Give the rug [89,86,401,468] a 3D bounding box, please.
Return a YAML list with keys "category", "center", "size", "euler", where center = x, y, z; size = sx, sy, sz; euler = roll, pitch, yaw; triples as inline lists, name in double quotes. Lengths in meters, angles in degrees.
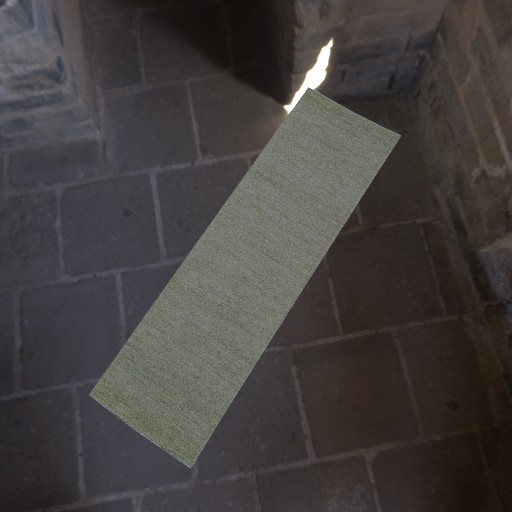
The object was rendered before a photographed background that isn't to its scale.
- category: "rug"
  center: [0.000, 0.000, 2.635]
  size: [0.686, 0.013, 2.340]
  euler: [32, 78, 8]
